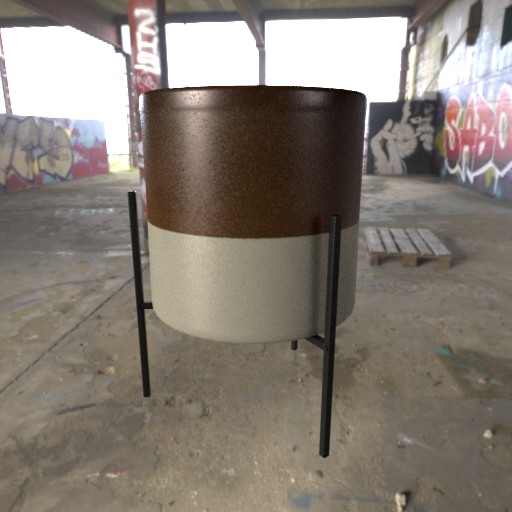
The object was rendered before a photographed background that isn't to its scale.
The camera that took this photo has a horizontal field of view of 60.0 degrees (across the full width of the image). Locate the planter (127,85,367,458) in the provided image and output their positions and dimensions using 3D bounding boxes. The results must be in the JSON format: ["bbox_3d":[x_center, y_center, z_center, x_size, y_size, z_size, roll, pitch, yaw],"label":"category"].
[{"bbox_3d":[0.000,0.000,0.551,0.255,0.375,0.269,8,17,25],"label":"planter"}]
